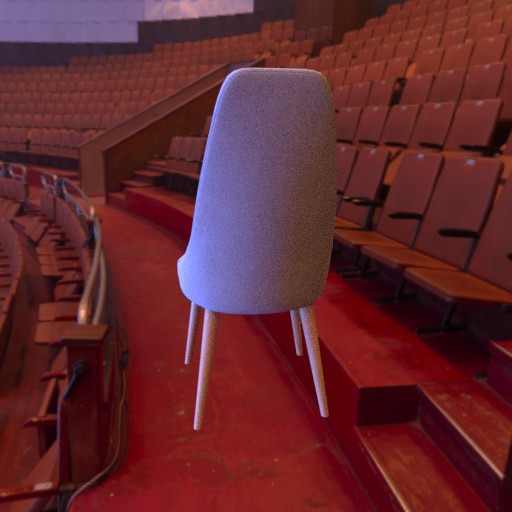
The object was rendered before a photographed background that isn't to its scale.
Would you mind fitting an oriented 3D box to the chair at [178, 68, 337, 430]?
[{"bbox_3d":[0.000,0.000,1.430,0.510,1.040,0.660,-2,15,-9],"label":"chair"}]
